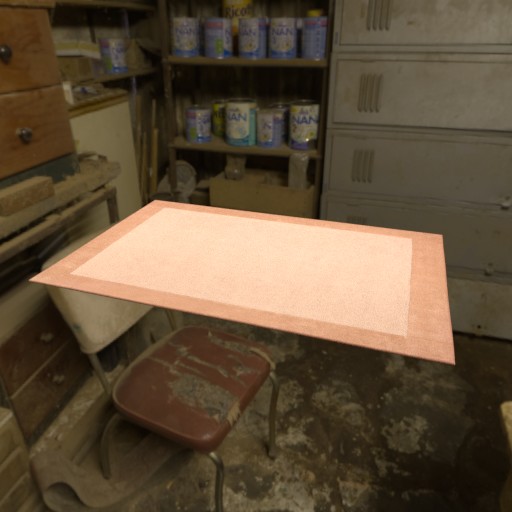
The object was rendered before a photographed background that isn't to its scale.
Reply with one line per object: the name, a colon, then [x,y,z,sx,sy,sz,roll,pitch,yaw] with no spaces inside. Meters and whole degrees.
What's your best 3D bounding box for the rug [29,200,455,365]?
rug: [0.000,0.000,3.024,2.438,0.014,1.524,9,28,16]
